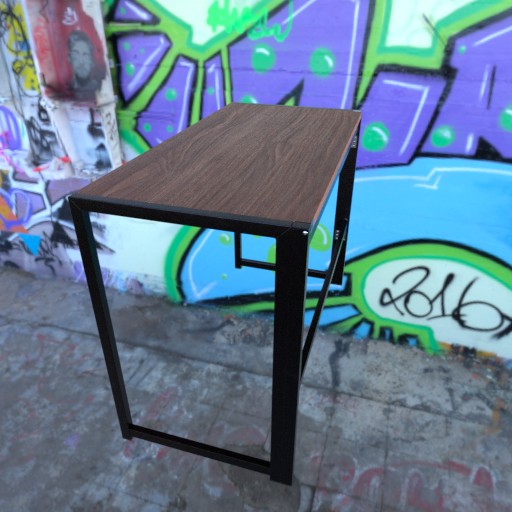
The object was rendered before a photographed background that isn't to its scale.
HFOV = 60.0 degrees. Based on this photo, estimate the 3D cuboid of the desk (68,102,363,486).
[{"bbox_3d":[0.000,0.000,1.462,0.508,0.762,1.016,9,31,15],"label":"desk"}]
